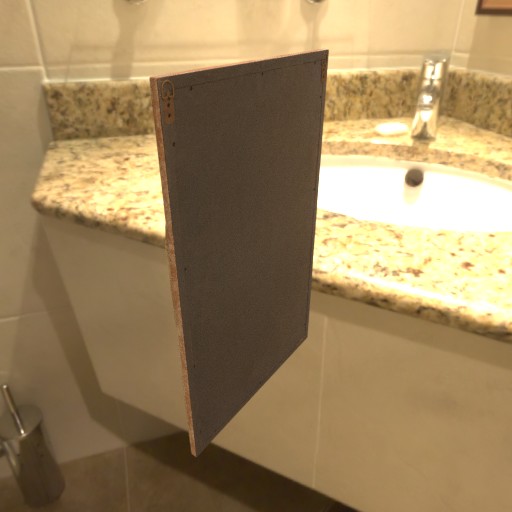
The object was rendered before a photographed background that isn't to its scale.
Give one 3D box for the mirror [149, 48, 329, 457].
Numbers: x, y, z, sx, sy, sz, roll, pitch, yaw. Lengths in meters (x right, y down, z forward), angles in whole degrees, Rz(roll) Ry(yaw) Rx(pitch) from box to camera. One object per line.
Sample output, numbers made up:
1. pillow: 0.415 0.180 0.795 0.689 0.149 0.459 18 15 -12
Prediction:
1. mirror: 0.000 0.000 0.966 0.058 0.787 0.495 19 35 30
